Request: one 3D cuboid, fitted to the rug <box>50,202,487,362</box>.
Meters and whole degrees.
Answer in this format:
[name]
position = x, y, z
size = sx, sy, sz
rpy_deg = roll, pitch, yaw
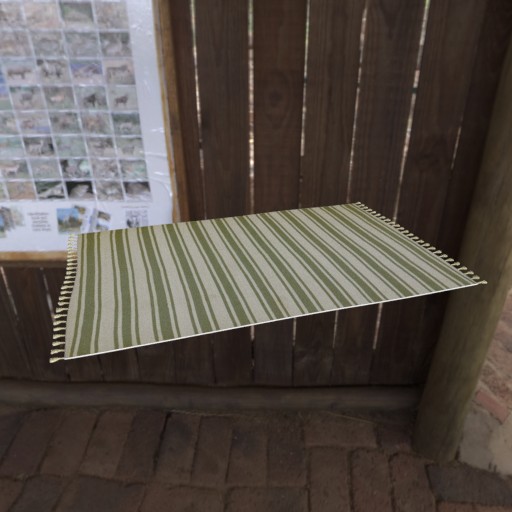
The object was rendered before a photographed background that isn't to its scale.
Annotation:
[rug]
position = 0.000, 0.000, 2.271
size = 1.875, 0.013, 1.162
rpy_deg = -8, 27, -16
